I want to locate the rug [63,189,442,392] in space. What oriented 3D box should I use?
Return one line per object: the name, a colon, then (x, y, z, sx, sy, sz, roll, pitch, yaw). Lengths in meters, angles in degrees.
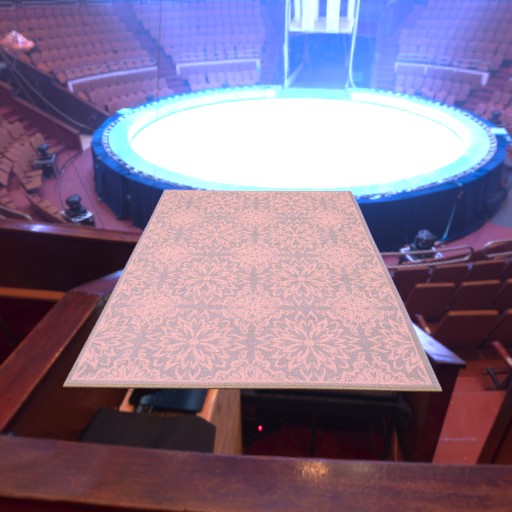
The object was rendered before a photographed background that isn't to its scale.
rug: (0.000, 0.000, 2.802, 1.589, 0.014, 2.205, 0, 30, 1)
